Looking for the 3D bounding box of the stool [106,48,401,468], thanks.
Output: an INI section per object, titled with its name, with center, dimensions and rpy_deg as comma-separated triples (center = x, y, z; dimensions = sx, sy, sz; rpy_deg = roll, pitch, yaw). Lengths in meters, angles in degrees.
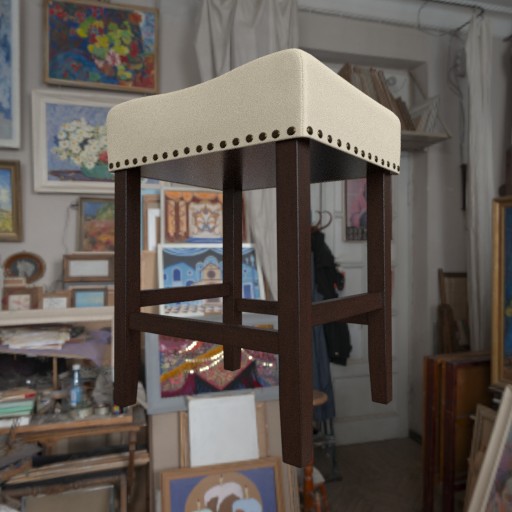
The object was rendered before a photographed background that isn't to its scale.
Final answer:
[stool]
center = 0.000, 0.000, 0.914
dimensions = 0.471, 0.609, 0.401
rpy_deg = 0, 1, 37
